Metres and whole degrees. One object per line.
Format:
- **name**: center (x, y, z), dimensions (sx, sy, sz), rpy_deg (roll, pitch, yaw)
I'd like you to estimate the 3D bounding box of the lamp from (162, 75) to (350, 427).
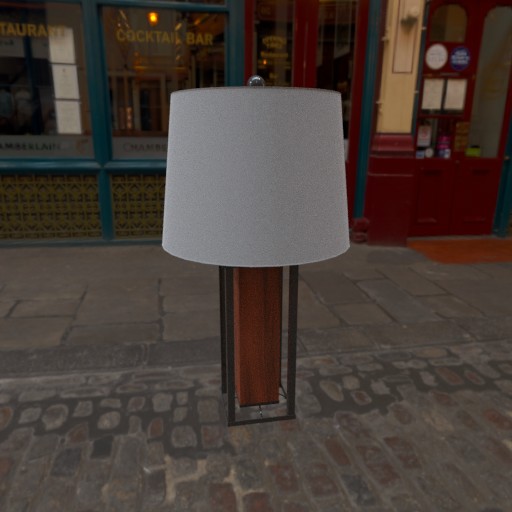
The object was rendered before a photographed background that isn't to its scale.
- **lamp**: center (0.000, 0.000, 0.778), dimensions (0.320, 0.591, 0.320), rpy_deg (0, 15, 0)
